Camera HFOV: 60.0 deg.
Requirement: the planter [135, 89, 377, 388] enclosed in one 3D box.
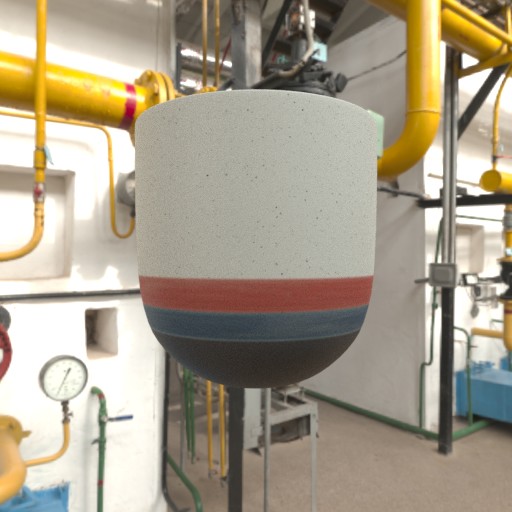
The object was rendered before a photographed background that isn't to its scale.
[{"bbox_3d":[0.000,0.000,0.386,0.204,0.214,0.204,0,0,0],"label":"planter"}]
